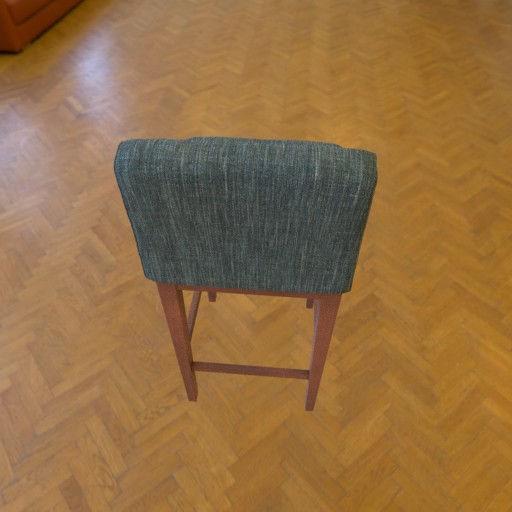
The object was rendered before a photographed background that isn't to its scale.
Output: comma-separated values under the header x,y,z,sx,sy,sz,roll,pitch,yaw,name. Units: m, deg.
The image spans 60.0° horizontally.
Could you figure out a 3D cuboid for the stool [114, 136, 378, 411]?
x,y,z,sx,sy,sz,roll,pitch,yaw,name
0.000,0.000,1.081,0.395,0.835,0.459,4,46,3,stool
